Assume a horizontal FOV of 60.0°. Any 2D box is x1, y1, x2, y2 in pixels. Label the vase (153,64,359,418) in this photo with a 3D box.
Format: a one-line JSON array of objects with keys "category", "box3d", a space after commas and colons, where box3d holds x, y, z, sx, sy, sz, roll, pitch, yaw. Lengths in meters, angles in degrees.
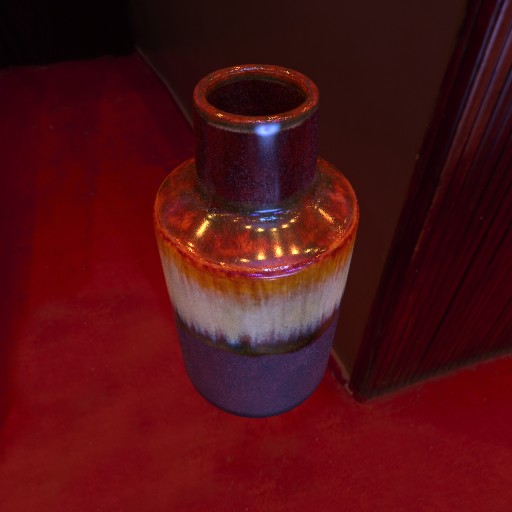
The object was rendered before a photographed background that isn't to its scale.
[{"category": "vase", "box3d": [0.000, 0.000, 0.261, 0.108, 0.204, 0.108, 0, 46, 0]}]
